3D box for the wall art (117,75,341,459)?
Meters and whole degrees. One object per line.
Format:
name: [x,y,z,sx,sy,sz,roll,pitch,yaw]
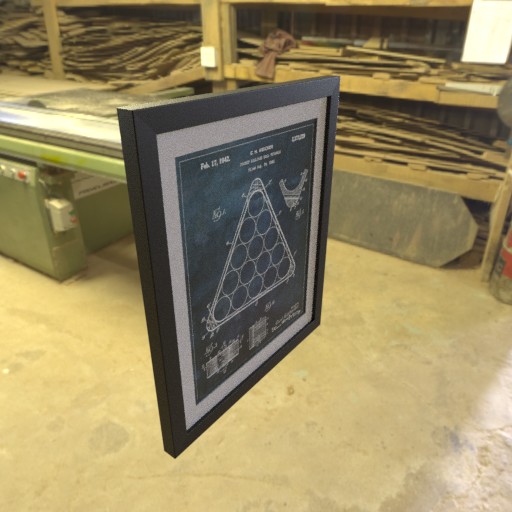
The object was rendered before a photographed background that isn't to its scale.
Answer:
wall art: [0.000,0.000,0.713,0.025,0.508,0.432,20,33,33]
